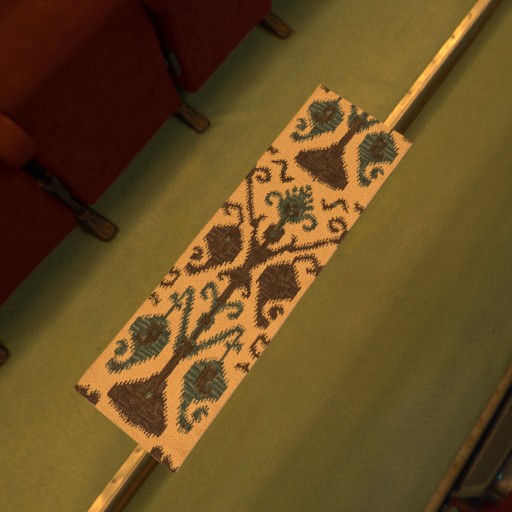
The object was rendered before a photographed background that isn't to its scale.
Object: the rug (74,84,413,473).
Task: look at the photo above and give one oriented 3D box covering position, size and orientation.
[{"bbox_3d":[0.000,0.000,2.508,0.692,0.017,2.301,35,78,9],"label":"rug"}]
